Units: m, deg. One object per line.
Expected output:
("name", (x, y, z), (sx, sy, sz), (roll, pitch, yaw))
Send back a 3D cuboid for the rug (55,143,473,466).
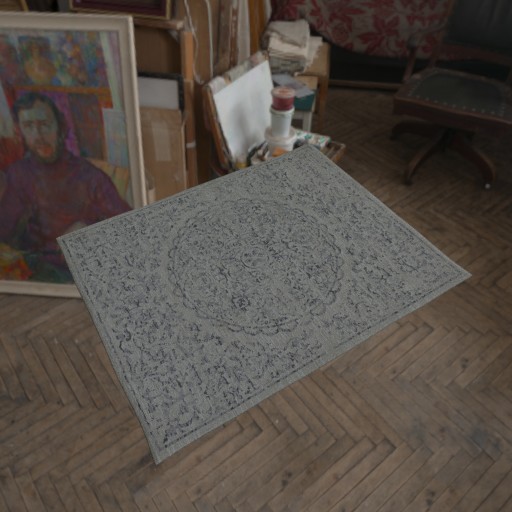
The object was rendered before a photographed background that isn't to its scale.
("rug", (0.000, 0.000, 3.948), (2.925, 0.026, 2.343), (-25, 52, -21))
